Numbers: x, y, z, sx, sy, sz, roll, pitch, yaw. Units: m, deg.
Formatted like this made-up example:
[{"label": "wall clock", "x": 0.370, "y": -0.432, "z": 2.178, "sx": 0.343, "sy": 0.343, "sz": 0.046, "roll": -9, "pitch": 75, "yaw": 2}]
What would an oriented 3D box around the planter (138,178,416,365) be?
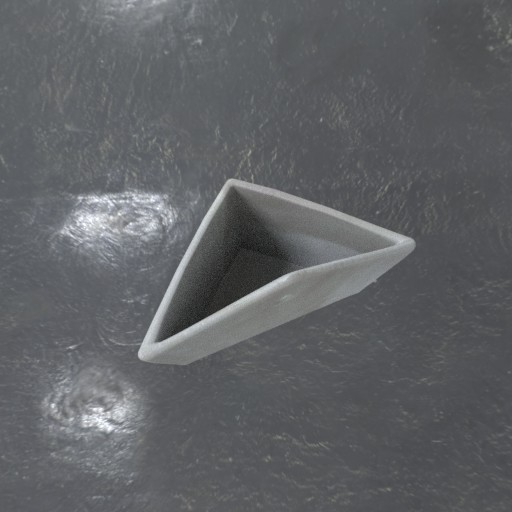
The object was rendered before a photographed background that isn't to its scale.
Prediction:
[{"label": "planter", "x": 0.000, "y": 0.000, "z": 0.282, "sx": 0.163, "sy": 0.194, "sz": 0.080, "roll": -22, "pitch": 77, "yaw": -5}]
